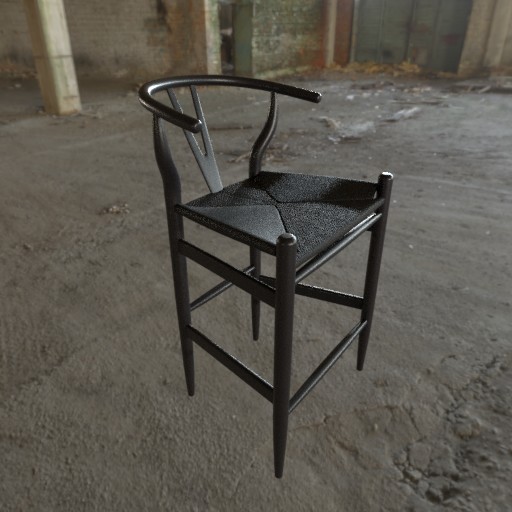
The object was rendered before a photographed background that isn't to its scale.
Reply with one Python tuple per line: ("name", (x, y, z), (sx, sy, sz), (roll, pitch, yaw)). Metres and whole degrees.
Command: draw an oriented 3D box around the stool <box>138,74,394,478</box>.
("stool", (0.000, 0.000, 1.323), (0.579, 0.970, 0.569), (18, 32, 32))
